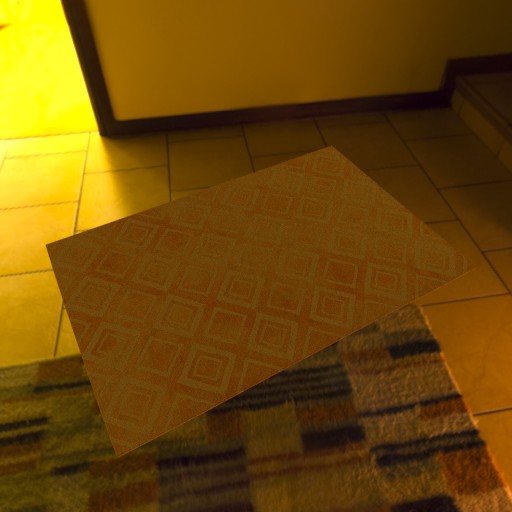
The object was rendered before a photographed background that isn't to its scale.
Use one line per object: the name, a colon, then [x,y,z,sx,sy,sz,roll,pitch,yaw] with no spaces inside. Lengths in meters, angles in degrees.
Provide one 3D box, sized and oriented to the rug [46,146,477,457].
rug: [0.000,0.000,2.237,1.829,0.010,1.213,-23,51,-20]
